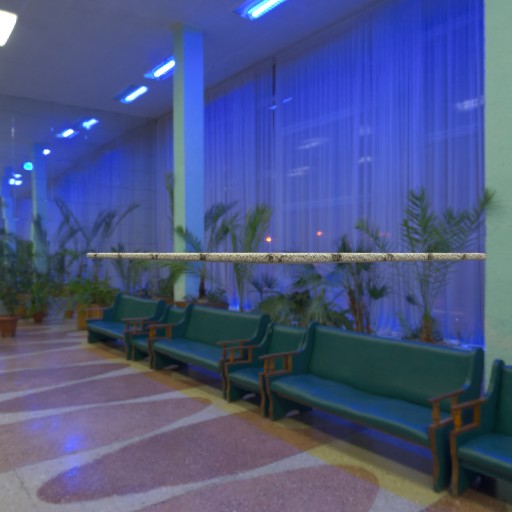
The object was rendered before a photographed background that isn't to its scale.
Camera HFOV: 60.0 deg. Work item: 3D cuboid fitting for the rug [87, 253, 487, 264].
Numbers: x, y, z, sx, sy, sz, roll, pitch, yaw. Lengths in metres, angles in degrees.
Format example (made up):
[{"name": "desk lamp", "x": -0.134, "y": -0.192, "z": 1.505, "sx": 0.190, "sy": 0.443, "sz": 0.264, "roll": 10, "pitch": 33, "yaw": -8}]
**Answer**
[{"name": "rug", "x": 0.000, "y": 0.000, "z": 2.296, "sx": 1.219, "sy": 0.030, "sz": 1.778, "roll": 0, "pitch": 1, "yaw": -36}]
